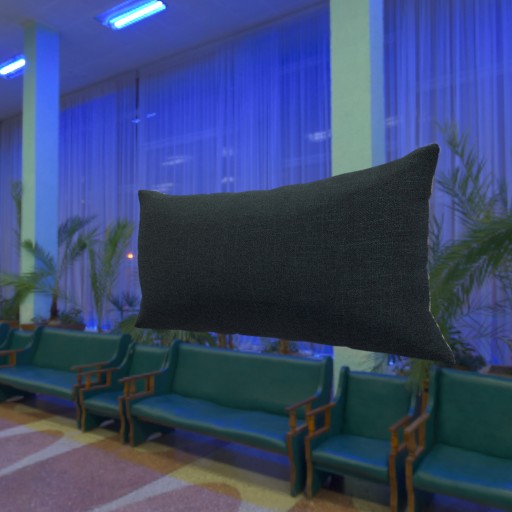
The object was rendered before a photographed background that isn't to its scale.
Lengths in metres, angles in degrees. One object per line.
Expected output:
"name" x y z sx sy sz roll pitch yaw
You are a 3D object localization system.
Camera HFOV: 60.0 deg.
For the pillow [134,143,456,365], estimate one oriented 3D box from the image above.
"pillow" 0.000 0.000 0.756 0.631 0.292 0.148 -1 -2 36
